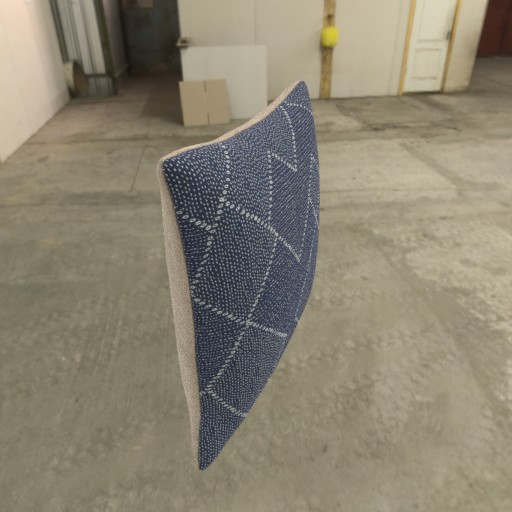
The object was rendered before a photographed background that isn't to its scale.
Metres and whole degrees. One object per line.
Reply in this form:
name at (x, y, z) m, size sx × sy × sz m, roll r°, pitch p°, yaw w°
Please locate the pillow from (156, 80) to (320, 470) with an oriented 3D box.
pillow at (0.000, 0.000, 0.657) m, size 0.148 × 0.428 × 0.435 m, roll 11°, pitch 33°, yaw 18°
